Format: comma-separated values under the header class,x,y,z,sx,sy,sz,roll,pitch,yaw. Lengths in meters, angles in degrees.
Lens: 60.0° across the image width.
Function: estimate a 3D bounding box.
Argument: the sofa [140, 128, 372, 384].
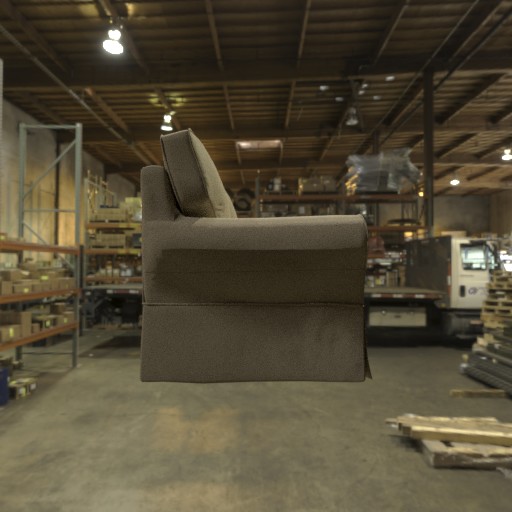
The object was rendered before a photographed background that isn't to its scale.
class,x,y,z,sx,sy,sz,roll,pitch,yaw
sofa,0.000,0.000,2.742,0.900,1.014,2.246,0,-1,0
